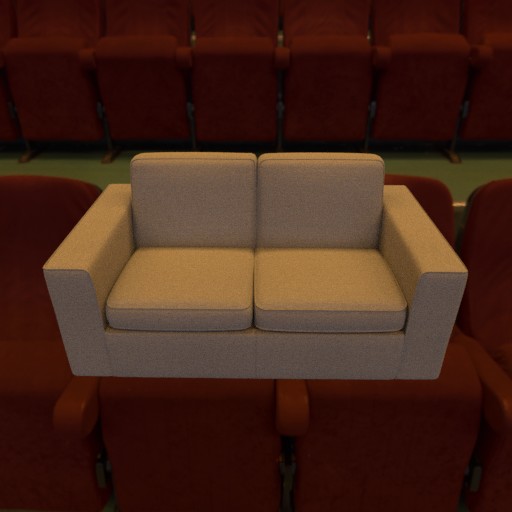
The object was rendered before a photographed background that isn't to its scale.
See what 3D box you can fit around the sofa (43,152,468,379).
[{"bbox_3d":[0.000,0.000,2.387,1.812,0.924,1.007,0,31,1],"label":"sofa"}]
